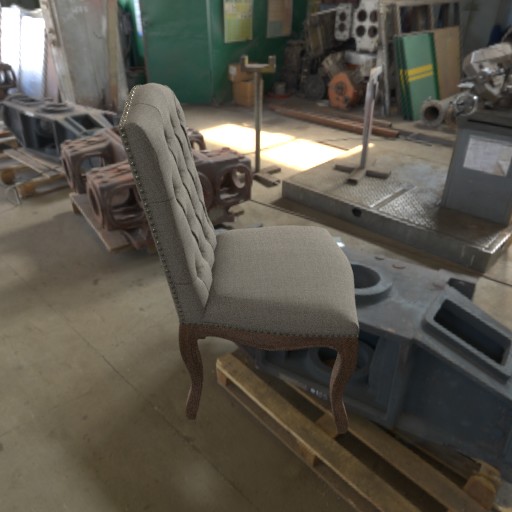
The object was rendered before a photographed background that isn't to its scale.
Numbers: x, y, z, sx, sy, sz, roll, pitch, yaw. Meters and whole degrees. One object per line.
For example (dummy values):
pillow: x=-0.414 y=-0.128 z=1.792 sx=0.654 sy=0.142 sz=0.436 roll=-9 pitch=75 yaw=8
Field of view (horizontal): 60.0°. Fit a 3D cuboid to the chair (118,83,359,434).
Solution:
chair: x=0.000 y=0.000 z=1.615 sx=0.731 sy=1.191 sz=0.637 roll=0 pitch=32 yaw=-1
